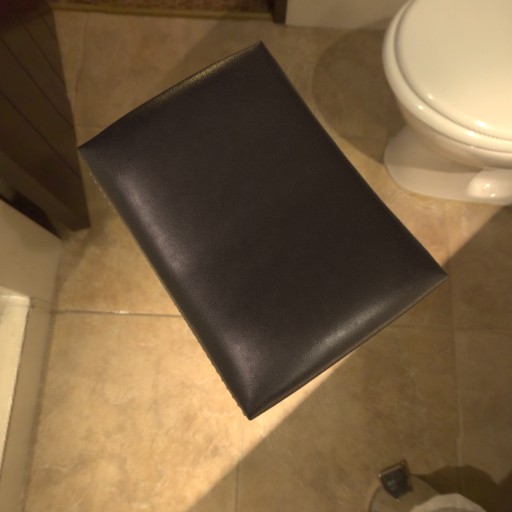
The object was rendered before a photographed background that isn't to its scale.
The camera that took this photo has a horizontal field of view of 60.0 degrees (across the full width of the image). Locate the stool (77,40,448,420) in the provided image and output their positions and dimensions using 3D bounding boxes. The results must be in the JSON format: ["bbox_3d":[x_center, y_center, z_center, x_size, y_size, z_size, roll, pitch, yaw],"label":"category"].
[{"bbox_3d":[0.000,0.000,0.962,0.372,0.654,0.504,-33,79,-8],"label":"stool"}]
